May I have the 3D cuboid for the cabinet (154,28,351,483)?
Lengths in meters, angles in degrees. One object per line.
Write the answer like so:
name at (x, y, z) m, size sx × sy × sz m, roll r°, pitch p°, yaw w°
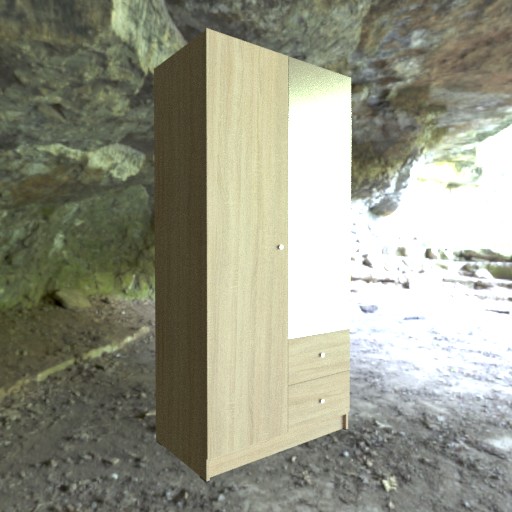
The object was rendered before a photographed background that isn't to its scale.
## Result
cabinet at (0.000, 0.000, 2.585) m, size 1.001 × 2.121 × 0.590 m, roll -1°, pitch 2°, yaw -37°
